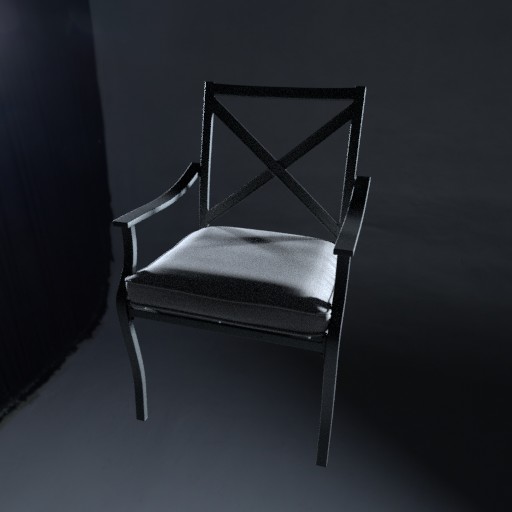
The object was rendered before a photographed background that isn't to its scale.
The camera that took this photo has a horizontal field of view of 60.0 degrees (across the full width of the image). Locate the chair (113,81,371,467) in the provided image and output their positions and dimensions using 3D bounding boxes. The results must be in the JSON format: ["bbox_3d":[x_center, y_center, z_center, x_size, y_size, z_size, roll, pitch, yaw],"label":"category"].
[{"bbox_3d":[0.000,0.000,1.286,0.575,0.889,0.620,8,28,15],"label":"chair"}]
